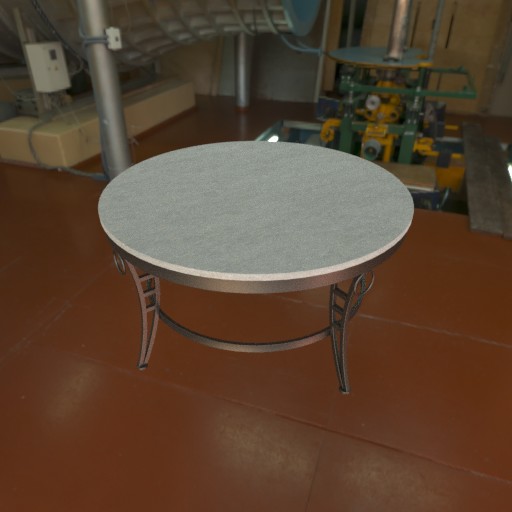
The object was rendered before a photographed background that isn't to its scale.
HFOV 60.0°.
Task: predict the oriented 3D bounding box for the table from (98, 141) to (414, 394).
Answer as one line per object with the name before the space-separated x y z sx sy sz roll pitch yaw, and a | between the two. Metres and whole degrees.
table | 0.000 0.000 1.428 0.889 0.470 0.889 0 32 0
